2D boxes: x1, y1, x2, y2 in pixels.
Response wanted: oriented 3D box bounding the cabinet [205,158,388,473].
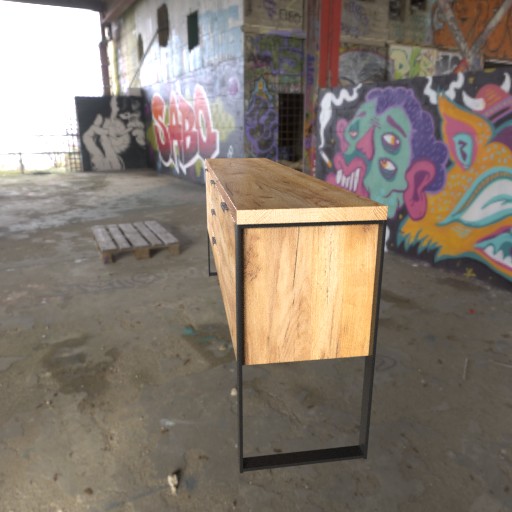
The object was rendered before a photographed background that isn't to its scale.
[{"bbox_3d":[0.000,0.000,2.043,0.395,0.762,1.800,-2,16,-8],"label":"cabinet"}]
